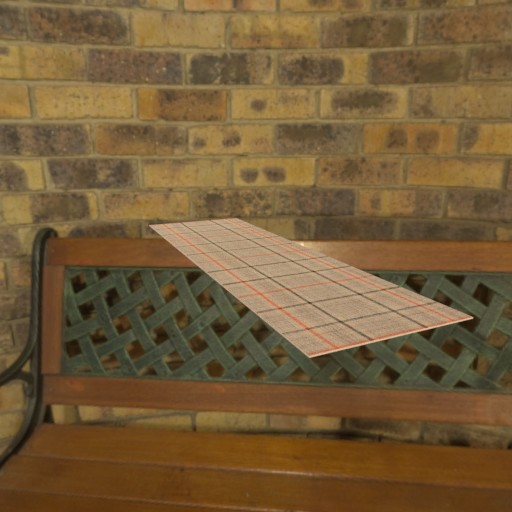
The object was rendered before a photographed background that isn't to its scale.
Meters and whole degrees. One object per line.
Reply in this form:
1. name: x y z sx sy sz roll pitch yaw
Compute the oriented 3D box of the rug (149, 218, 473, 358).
1. rug: 0.000 0.000 2.669 0.762 0.008 2.439 -7 17 -24
